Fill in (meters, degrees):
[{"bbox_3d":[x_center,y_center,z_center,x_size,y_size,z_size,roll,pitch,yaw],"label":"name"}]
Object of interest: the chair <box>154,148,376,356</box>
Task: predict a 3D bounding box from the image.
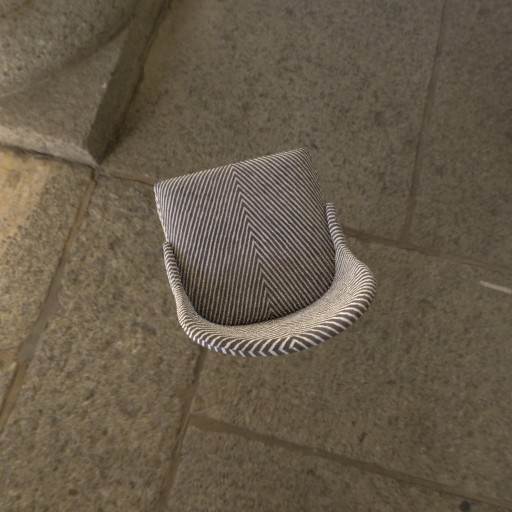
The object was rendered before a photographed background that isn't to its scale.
[{"bbox_3d":[0.000,0.000,1.273,0.504,0.883,0.591,-14,76,-4],"label":"chair"}]
